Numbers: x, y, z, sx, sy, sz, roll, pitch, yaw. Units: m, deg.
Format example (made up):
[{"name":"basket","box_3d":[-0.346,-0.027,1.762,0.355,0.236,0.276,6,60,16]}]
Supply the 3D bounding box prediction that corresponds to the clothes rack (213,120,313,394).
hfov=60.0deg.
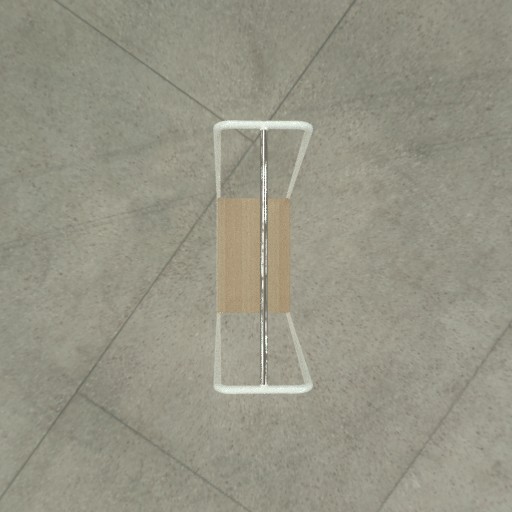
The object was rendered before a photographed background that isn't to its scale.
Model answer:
[{"name":"clothes rack","box_3d":[0.000,0.000,1.776,0.400,1.500,0.640,0,90,-1]}]
